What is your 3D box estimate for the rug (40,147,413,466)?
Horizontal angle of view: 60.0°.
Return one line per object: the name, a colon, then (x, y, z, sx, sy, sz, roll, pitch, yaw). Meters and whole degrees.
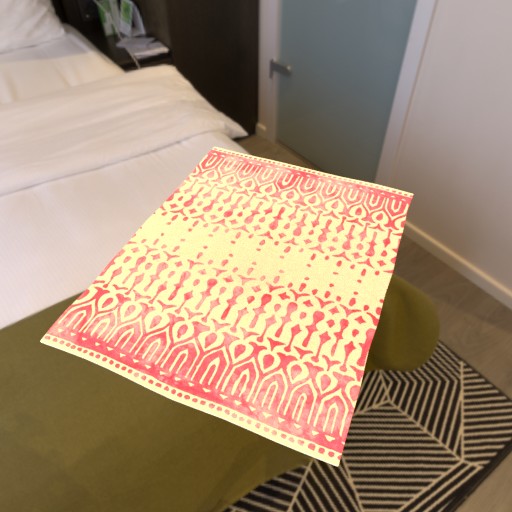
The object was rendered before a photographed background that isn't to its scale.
rug: (0.000, 0.000, 4.156, 2.441, 0.016, 3.095, 17, 48, 16)
